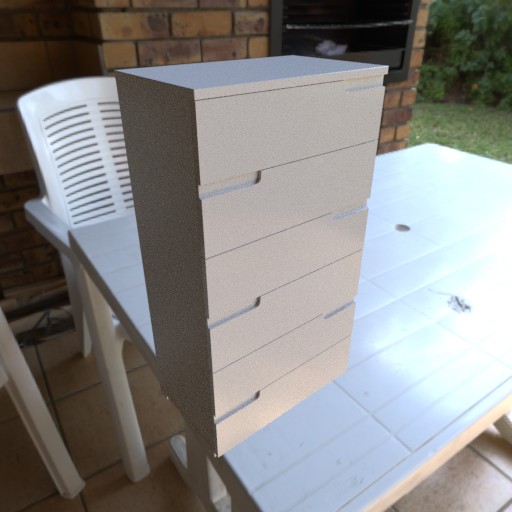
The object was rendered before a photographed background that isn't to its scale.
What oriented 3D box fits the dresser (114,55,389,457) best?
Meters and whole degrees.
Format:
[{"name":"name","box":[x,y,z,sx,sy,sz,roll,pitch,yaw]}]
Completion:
[{"name":"dresser","box":[0.000,0.000,1.514,0.650,1.190,0.400,-22,36,-33]}]
